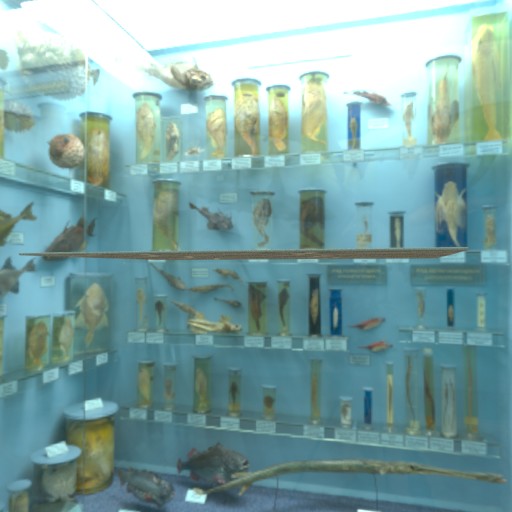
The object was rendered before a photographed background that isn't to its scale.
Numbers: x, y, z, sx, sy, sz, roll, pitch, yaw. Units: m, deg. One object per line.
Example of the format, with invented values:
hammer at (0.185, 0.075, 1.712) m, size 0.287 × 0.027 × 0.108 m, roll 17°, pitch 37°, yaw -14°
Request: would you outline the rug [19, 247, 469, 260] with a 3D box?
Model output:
rug at (0.000, 0.000, 2.846) m, size 2.290 × 0.014 × 1.526 m, roll 0°, pitch -2°, yaw 17°
